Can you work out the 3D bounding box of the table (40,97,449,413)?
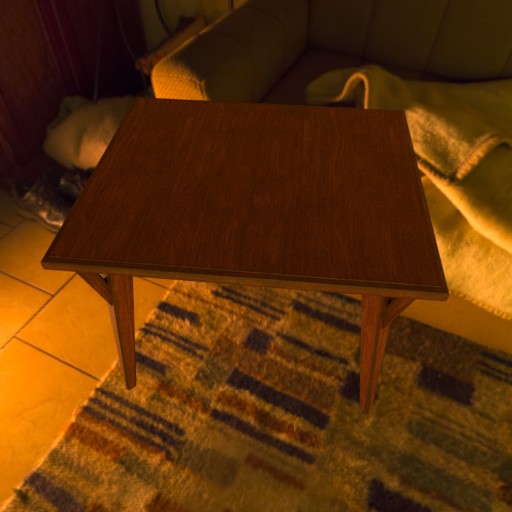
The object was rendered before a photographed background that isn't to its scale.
[{"bbox_3d":[0.000,0.000,1.621,0.991,0.761,0.838,4,47,4],"label":"table"}]
